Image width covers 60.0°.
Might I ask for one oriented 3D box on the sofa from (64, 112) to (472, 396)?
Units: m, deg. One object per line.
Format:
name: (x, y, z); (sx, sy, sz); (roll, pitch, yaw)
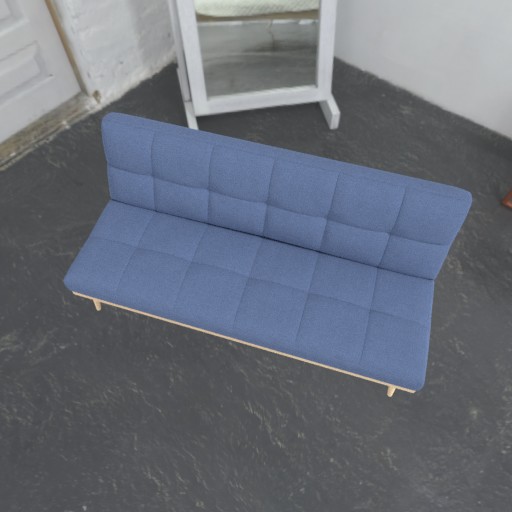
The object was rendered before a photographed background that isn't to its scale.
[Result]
sofa: (0.000, 0.000, 2.220); (1.800, 0.800, 0.796); (15, 60, 9)
